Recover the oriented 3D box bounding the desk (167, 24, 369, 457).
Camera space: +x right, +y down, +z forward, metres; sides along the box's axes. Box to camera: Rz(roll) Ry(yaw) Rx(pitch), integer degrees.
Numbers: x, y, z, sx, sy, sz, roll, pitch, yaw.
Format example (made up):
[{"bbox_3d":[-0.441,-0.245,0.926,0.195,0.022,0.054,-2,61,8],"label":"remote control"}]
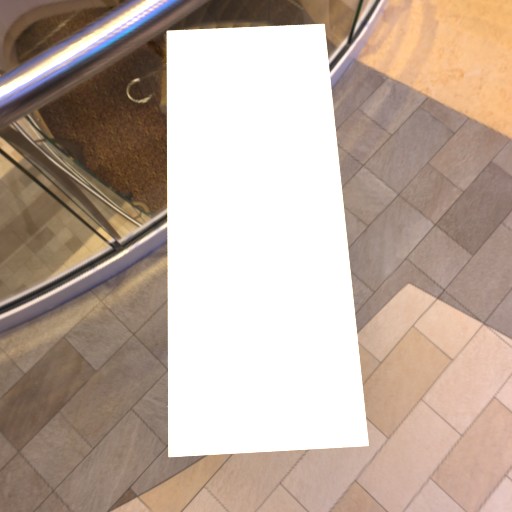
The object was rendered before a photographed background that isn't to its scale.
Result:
[{"bbox_3d":[0.000,0.000,1.388,0.400,0.790,1.000,-3,76,-1],"label":"desk"}]
